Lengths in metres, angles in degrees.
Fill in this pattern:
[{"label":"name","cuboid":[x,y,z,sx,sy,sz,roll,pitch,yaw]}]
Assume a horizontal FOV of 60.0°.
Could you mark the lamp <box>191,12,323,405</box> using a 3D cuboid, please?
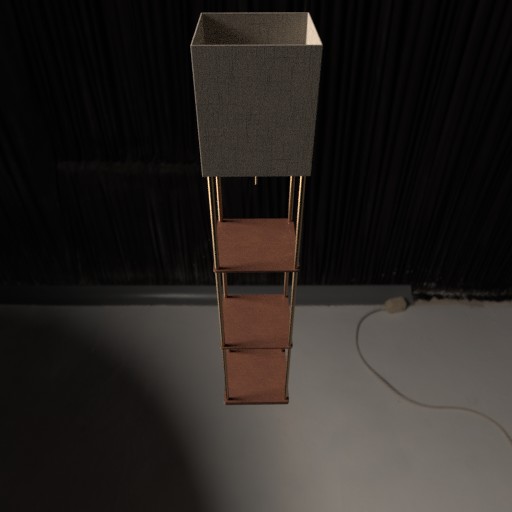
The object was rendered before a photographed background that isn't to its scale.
[{"label":"lamp","cuboid":[0.000,0.000,1.661,0.308,1.569,0.310,-1,41,-1]}]
